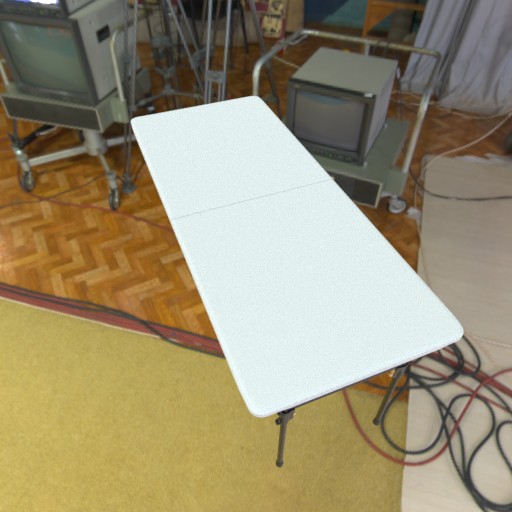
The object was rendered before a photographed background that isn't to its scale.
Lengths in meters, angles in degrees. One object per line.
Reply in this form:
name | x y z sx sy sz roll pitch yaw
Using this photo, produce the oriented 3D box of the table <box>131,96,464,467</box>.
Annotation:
table | 0.000 0.000 2.184 0.761 0.719 1.829 -16 48 -15
